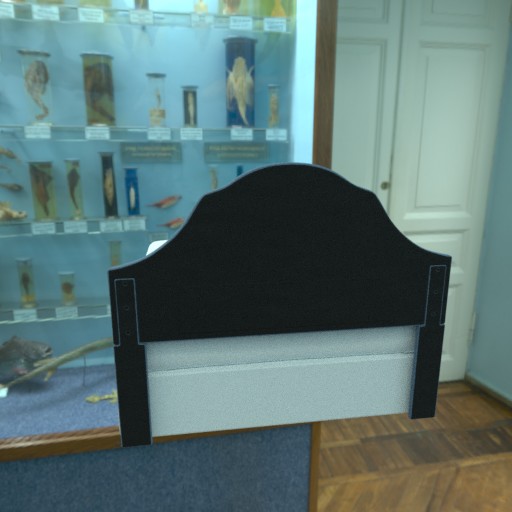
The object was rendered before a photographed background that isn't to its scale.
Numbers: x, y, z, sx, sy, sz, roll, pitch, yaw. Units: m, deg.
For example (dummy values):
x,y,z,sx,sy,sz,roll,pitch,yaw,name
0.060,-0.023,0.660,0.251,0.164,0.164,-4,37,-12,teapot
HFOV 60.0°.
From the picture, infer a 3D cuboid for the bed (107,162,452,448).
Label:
x,y,z,sx,sy,sz,roll,pitch,yaw,name
0.000,0.000,3.702,2.039,1.617,2.477,-2,14,-9,bed
